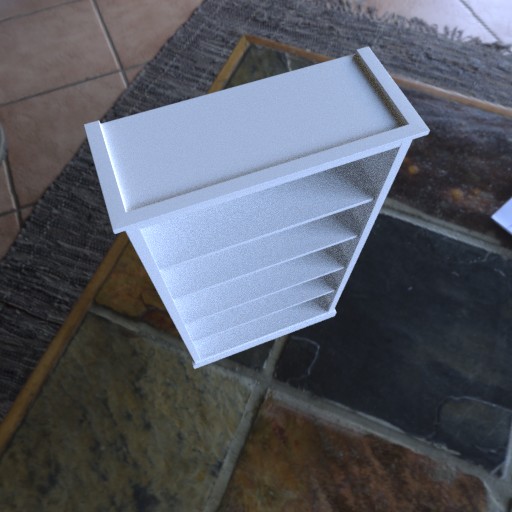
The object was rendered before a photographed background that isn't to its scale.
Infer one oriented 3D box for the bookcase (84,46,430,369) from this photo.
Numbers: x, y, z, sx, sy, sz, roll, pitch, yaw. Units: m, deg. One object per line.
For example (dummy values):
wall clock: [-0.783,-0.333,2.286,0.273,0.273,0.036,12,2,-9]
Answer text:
bookcase: [0.000,0.000,2.291,1.050,1.880,0.432,-19,65,-9]
